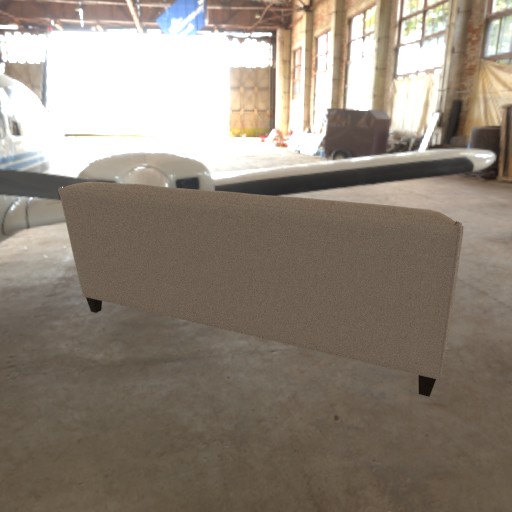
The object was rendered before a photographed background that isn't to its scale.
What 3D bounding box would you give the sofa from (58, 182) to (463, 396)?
[{"bbox_3d":[0.000,0.000,2.703,2.235,0.901,0.914,8,19,25],"label":"sofa"}]
